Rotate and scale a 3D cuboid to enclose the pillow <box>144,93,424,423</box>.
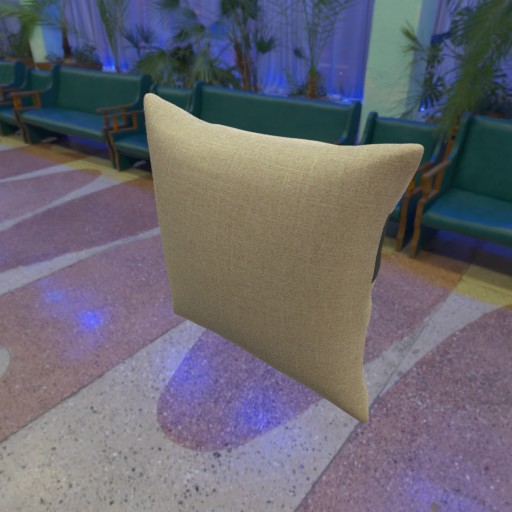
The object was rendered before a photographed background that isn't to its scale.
[{"bbox_3d":[0.000,0.000,0.635,0.414,0.399,0.173,23,37,33],"label":"pillow"}]
